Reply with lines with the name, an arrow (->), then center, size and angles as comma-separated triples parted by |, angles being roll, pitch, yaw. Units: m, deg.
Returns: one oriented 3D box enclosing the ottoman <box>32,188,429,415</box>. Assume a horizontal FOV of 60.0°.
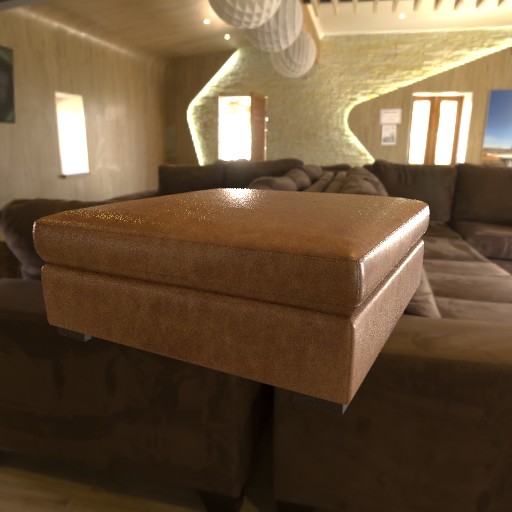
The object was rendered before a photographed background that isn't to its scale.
ottoman -> 0.000, 0.000, 1.810 | 1.168, 0.483, 1.169 | 7, 16, 27
